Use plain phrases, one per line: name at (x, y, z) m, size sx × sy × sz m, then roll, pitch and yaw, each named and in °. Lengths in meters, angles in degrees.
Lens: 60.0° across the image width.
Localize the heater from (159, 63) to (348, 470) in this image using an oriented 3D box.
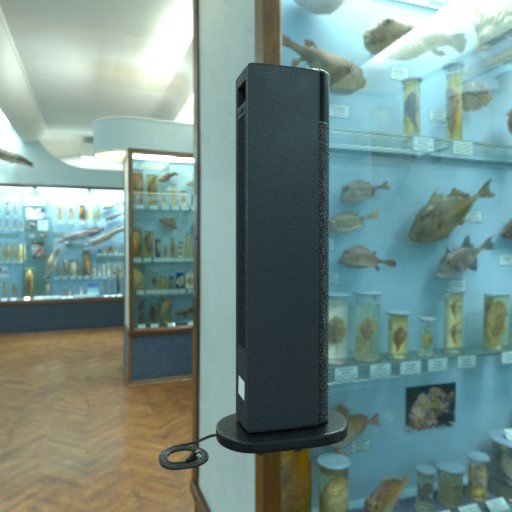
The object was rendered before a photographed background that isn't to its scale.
heater at (0.000, 0.000, 1.025) m, size 0.458 × 0.856 × 0.214 m, roll 0°, pitch 1°, yaw -18°
